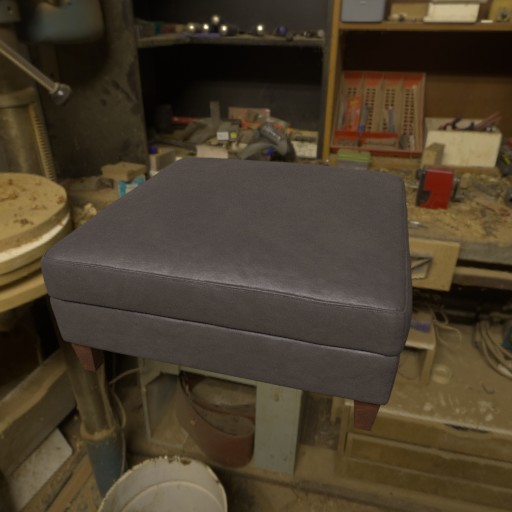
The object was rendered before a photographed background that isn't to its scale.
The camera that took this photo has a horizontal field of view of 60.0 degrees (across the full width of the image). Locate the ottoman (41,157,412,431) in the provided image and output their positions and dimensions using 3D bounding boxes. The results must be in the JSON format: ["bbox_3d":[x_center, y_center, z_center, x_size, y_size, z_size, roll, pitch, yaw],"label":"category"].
[{"bbox_3d":[0.000,0.000,1.325,0.844,0.415,0.836,8,30,13],"label":"ottoman"}]
